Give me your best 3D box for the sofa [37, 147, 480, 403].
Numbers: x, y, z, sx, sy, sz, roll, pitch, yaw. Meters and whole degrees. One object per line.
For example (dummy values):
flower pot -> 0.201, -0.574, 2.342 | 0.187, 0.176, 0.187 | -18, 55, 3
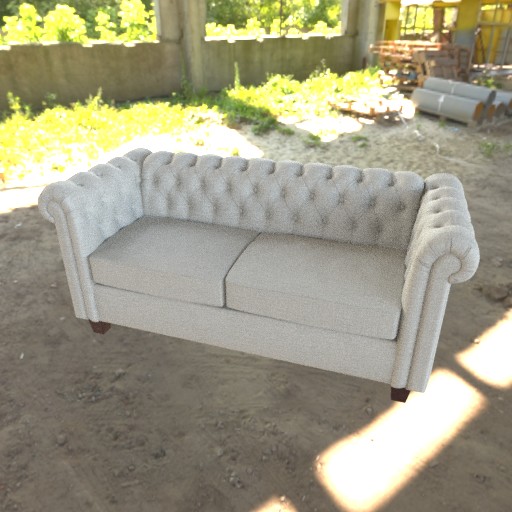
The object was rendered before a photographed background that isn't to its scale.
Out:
sofa -> 0.000, 0.000, 2.154 | 1.798, 0.797, 0.783 | 9, 28, 16
